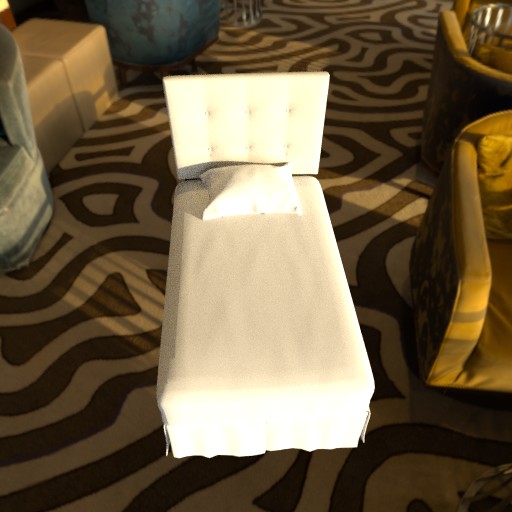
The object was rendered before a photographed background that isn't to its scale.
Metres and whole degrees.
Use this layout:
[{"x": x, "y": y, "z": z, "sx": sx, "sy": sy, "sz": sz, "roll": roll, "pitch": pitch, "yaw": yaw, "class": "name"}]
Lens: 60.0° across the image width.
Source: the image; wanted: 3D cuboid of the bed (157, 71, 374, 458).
[{"x": 0.000, "y": 0.000, "z": 2.915, "sx": 1.261, "sy": 1.571, "sz": 1.997, "roll": -3, "pitch": 46, "yaw": -3, "class": "bed"}]
